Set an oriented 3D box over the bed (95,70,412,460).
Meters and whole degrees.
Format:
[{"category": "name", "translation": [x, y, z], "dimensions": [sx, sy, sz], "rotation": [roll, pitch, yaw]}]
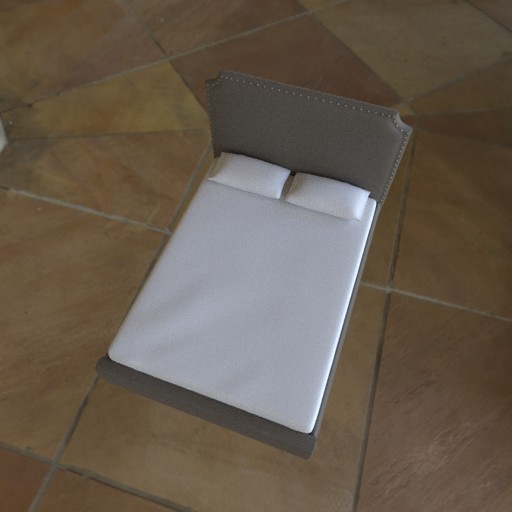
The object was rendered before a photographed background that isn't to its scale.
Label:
[{"category": "bed", "translation": [0.000, 0.000, 3.468], "dimensions": [1.712, 1.443, 2.372], "rotation": [17, 60, 10]}]
